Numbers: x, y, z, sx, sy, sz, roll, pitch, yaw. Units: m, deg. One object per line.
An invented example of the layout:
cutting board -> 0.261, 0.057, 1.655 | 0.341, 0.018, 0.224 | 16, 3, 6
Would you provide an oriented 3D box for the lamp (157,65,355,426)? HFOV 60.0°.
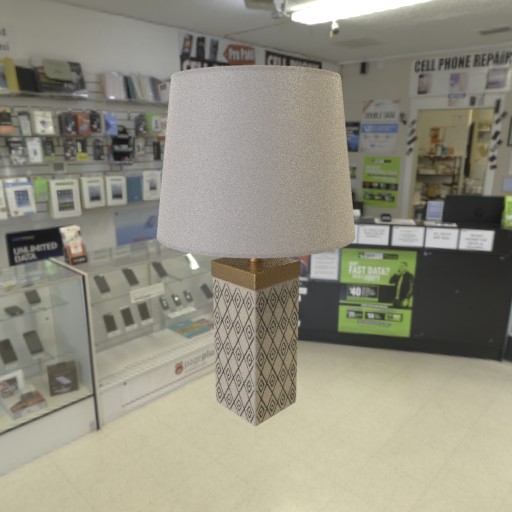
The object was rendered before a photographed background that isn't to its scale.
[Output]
lamp -> 0.000, 0.000, 0.581 | 0.251, 0.435, 0.251 | 0, 15, 0
